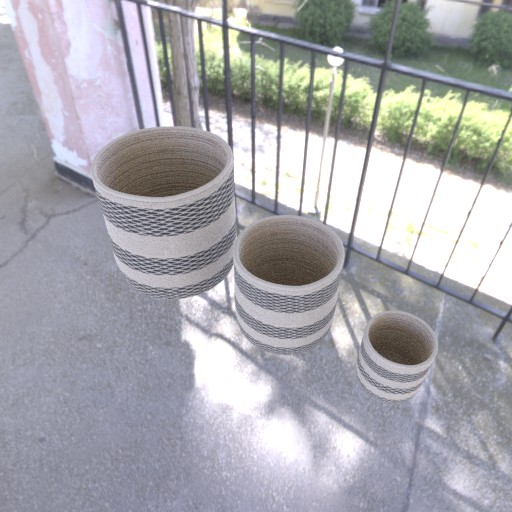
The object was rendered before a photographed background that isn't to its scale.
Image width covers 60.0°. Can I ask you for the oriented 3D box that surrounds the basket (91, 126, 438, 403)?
[{"bbox_3d":[0.000,0.000,1.089,0.917,0.356,0.351,27,49,25],"label":"basket"}]
